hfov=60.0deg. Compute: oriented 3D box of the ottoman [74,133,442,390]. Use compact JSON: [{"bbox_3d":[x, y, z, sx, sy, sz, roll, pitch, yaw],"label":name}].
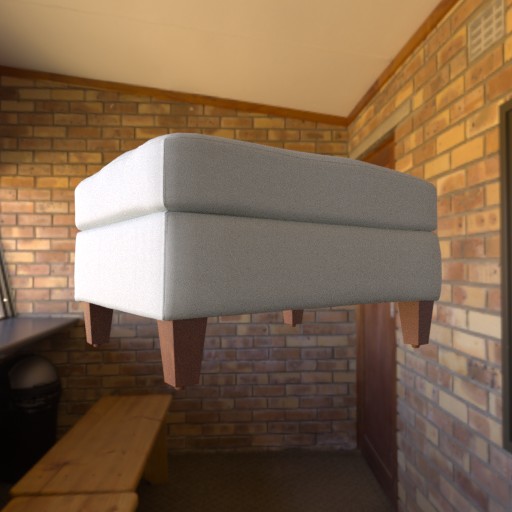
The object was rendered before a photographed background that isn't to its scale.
[{"bbox_3d":[0.000,0.000,1.208,0.818,0.496,0.634,1,-2,-36],"label":"ottoman"}]
